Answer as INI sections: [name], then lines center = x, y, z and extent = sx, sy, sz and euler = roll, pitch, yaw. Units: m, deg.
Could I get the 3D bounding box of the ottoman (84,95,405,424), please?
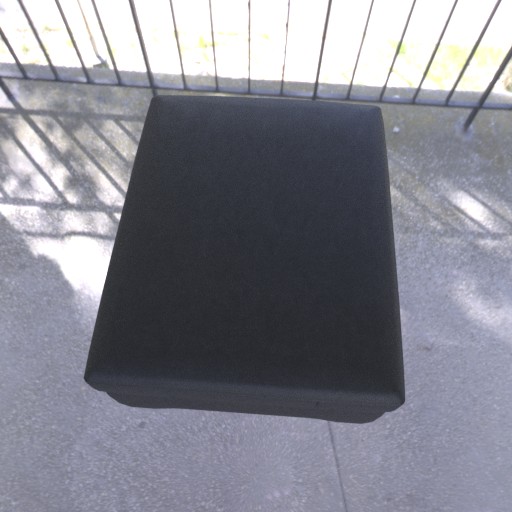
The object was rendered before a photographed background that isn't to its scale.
[ottoman]
center = 0.000, 0.000, 1.788
extent = 0.967, 0.696, 1.187
euler = 4, 63, 2
